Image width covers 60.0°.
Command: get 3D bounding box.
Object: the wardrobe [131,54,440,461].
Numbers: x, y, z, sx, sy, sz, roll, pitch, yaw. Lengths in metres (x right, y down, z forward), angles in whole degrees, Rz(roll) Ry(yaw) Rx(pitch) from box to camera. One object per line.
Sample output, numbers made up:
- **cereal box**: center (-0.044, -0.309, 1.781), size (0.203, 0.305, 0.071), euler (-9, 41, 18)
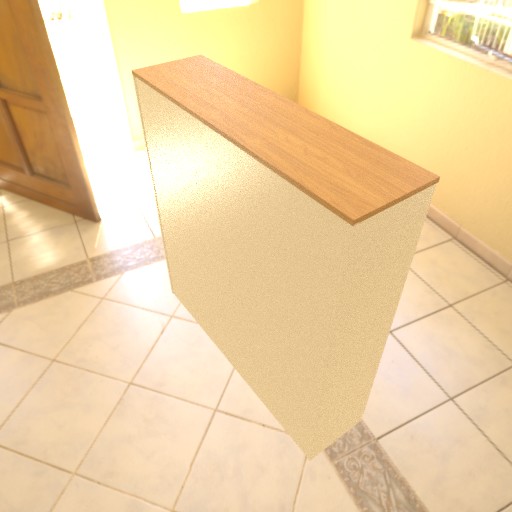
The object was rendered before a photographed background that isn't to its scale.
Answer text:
- **wardrobe**: center (0.000, 0.000, 3.348), size (0.590, 2.260, 2.160), euler (-26, 48, -26)
